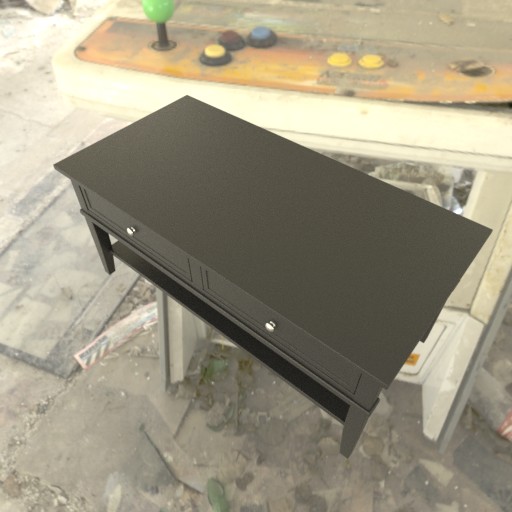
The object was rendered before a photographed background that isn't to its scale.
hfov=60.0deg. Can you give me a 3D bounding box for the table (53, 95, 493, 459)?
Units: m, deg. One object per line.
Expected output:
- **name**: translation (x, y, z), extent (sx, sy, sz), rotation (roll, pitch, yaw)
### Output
- **table**: translation (0.000, 0.000, 1.323), extent (1.044, 0.470, 0.523), rotation (31, 54, 26)
